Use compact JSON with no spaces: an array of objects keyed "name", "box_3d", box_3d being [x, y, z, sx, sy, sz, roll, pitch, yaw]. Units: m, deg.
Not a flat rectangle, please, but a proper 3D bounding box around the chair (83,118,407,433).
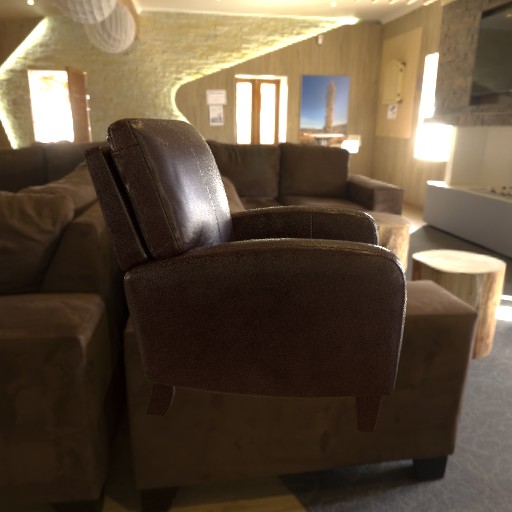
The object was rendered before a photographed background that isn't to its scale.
[{"name":"chair","box_3d":[0.000,0.000,1.675,0.990,0.990,0.762,2,16,7]}]
